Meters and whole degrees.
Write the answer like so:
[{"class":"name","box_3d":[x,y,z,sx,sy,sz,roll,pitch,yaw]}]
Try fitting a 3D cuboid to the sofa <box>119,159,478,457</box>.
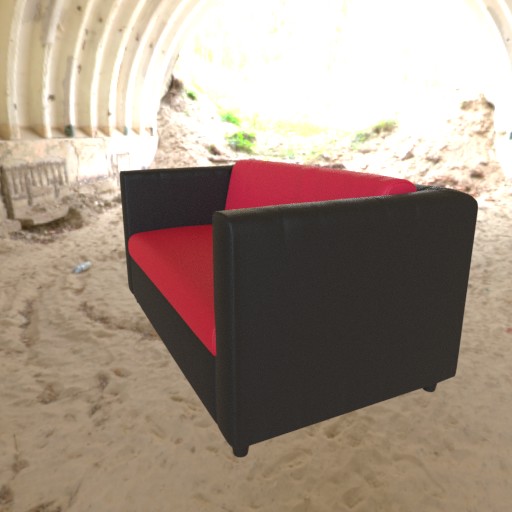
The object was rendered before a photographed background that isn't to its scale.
[{"class":"sofa","box_3d":[0.000,0.000,1.853,0.845,0.735,1.410,-8,17,-25]}]
